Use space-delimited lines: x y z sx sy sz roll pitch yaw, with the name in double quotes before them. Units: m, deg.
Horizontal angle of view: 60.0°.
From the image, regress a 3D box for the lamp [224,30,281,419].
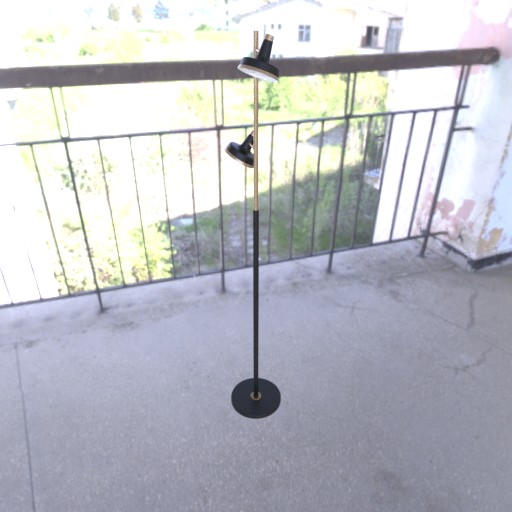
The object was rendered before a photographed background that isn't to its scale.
"lamp" 0.000 0.000 1.844 0.253 1.674 0.351 -8 31 -14
